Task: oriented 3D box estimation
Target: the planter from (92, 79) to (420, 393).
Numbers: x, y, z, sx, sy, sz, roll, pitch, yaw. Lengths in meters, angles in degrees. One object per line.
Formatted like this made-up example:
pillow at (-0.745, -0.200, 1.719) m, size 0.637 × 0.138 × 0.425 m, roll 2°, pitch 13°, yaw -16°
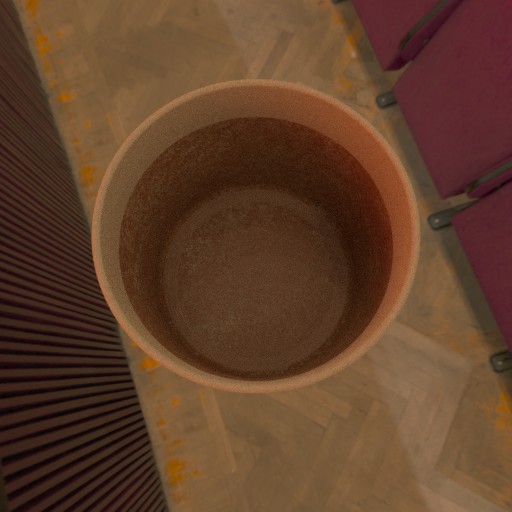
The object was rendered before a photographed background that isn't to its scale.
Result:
planter at (0.000, 0.000, 0.279) m, size 0.159 × 0.138 × 0.159 m, roll 0°, pitch 76°, yaw 0°
